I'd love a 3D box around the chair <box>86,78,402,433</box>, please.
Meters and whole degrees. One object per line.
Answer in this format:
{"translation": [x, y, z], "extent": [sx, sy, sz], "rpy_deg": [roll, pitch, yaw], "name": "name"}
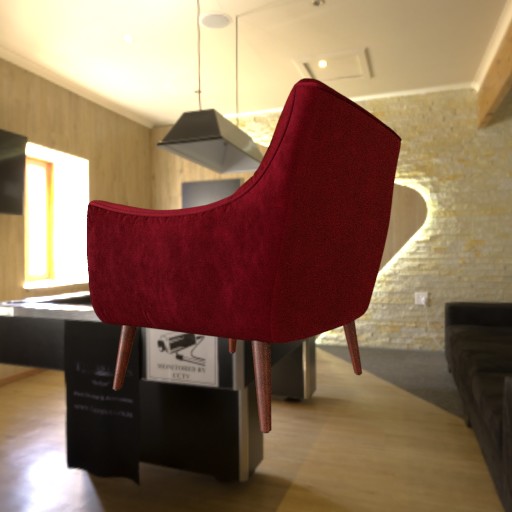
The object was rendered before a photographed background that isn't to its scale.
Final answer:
{"translation": [0.000, 0.000, 1.438], "extent": [0.787, 0.838, 0.762], "rpy_deg": [1, 1, 35], "name": "chair"}
